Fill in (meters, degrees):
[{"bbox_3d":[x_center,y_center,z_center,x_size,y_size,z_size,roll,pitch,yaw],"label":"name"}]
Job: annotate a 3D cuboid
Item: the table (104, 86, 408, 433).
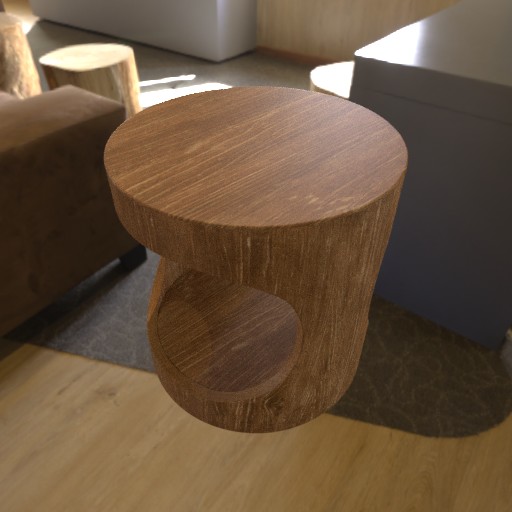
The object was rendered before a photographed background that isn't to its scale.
[{"bbox_3d":[0.000,0.000,0.971,0.527,0.551,0.527,0,40,0],"label":"table"}]
